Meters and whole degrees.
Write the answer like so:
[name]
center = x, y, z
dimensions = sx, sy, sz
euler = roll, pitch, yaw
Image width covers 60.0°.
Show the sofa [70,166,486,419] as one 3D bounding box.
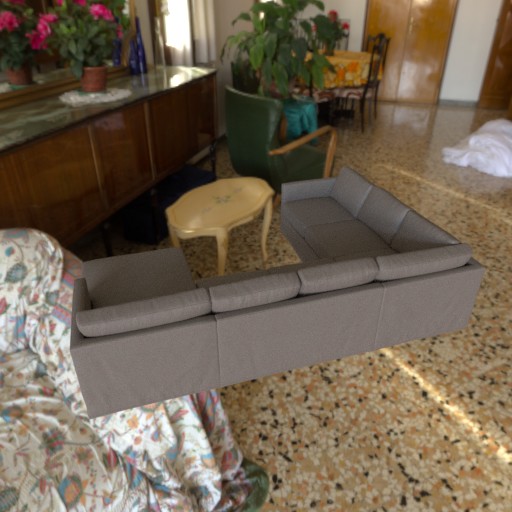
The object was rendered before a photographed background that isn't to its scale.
[sofa]
center = 0.000, 0.000, 4.523
dimensions = 3.460, 0.882, 2.427
euler = -9, 32, -15
